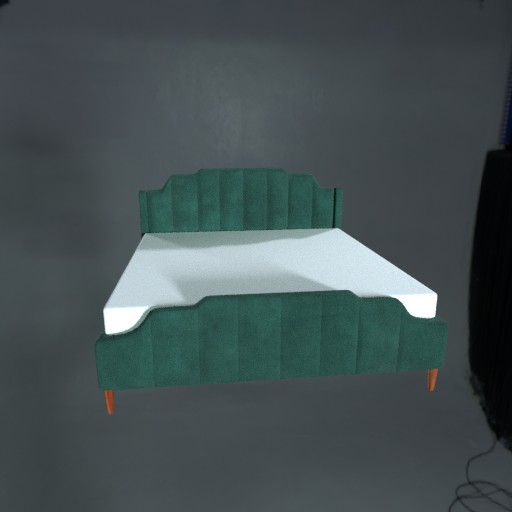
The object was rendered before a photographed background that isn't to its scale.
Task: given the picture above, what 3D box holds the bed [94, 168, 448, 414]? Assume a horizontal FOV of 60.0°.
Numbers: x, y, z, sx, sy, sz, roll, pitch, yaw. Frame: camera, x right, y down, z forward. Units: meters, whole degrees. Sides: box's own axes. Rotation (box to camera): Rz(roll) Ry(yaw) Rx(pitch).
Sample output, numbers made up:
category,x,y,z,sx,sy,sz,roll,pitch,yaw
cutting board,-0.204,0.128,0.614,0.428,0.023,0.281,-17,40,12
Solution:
category,x,y,z,sx,sy,sz,roll,pitch,yaw
bed,0.000,0.000,3.587,2.074,1.245,2.340,-2,15,-7
